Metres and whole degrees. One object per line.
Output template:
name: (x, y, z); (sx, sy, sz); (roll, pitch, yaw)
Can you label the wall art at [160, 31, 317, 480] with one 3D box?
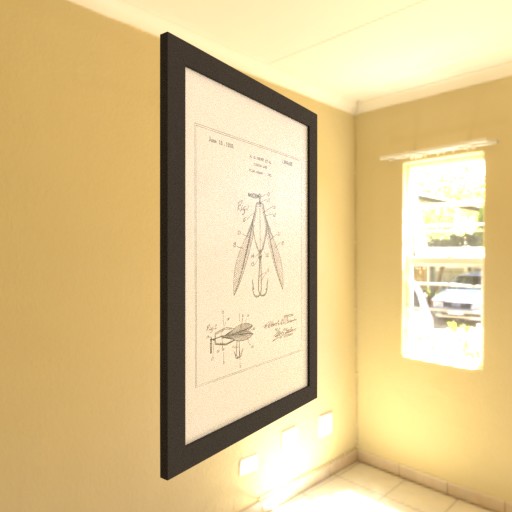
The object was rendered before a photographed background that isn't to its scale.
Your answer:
wall art: (0.000, 0.000, 0.685); (0.013, 0.534, 0.380); (0, 0, 36)
